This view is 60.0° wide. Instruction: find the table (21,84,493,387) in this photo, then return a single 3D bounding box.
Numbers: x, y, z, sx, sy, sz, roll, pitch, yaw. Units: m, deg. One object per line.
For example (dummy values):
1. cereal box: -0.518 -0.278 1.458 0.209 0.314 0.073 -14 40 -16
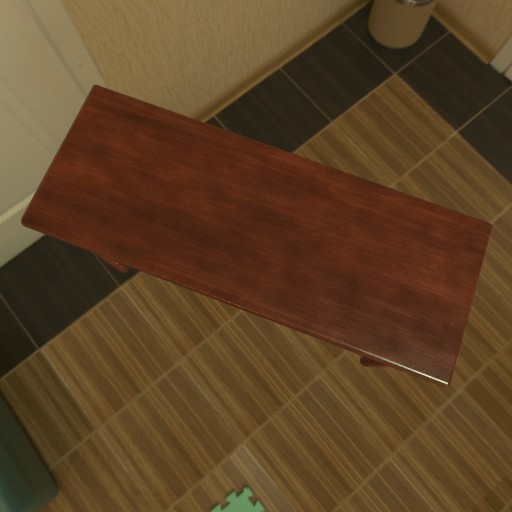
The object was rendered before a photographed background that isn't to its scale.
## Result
1. table: 0.000 0.000 1.536 1.184 0.740 0.459 21 77 5
